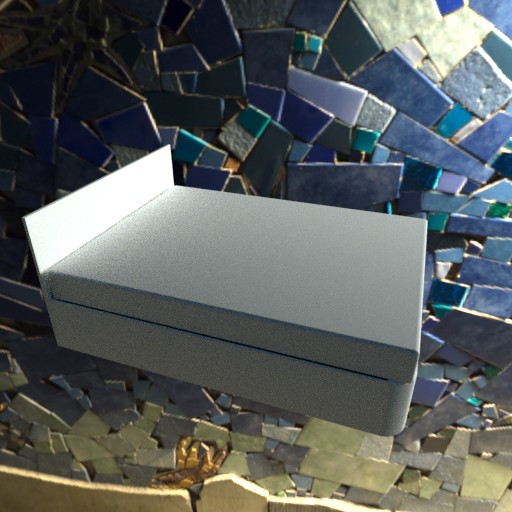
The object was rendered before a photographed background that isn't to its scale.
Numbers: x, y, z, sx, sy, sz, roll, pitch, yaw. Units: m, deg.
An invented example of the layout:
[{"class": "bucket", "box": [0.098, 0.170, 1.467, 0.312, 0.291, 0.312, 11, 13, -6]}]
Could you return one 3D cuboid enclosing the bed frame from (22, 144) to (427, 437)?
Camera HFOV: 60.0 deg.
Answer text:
[{"class": "bed frame", "box": [0.000, 0.000, 2.628, 1.900, 0.800, 1.400, 10, 31, 17]}]
